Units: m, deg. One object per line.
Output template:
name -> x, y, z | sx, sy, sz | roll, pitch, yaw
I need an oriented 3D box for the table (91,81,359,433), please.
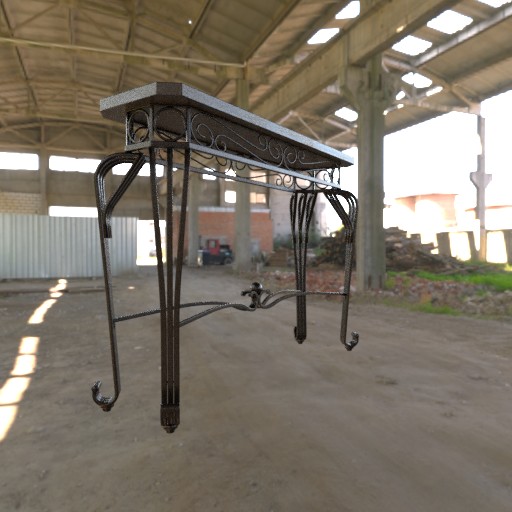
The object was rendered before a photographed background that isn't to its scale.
table -> 0.000, 0.000, 1.503 | 0.329, 0.800, 1.112 | 1, 1, 35
